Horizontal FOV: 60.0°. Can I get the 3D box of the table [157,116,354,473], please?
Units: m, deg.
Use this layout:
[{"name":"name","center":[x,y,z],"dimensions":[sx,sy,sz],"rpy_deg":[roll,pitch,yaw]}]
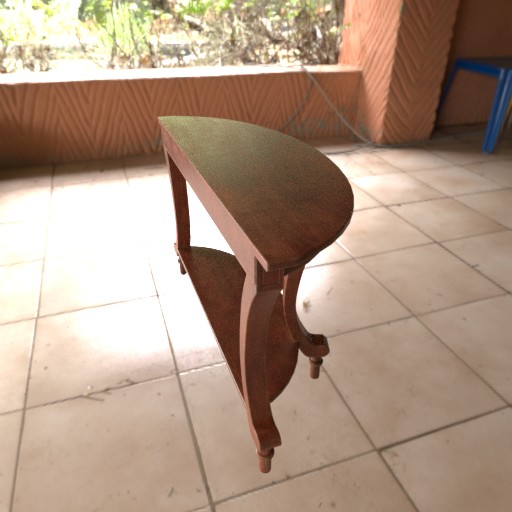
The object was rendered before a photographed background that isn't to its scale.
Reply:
[{"name":"table","center":[0.000,0.000,1.499],"dimensions":[0.394,0.699,1.198],"rpy_deg":[-10,32,-17]}]
